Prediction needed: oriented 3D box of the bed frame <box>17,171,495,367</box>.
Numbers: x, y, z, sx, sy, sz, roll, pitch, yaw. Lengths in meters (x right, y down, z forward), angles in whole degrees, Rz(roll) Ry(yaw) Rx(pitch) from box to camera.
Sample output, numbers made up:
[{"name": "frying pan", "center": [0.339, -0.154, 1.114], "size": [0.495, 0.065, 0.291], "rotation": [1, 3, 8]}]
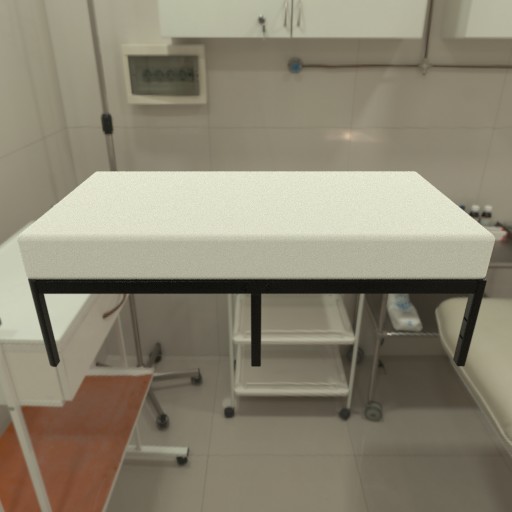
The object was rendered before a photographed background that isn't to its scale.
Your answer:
[{"name": "bed frame", "center": [0.000, 0.000, 2.371], "size": [1.950, 0.659, 1.023], "rotation": [0, 26, 0]}]
